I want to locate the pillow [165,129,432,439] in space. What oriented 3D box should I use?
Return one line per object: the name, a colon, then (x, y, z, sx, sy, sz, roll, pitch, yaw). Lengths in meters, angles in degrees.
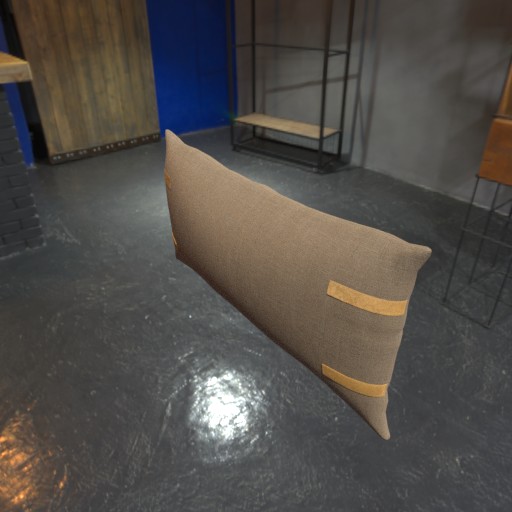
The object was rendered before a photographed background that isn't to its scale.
pillow: (0.000, 0.000, 0.747, 0.148, 0.308, 0.612, -21, 37, -31)
